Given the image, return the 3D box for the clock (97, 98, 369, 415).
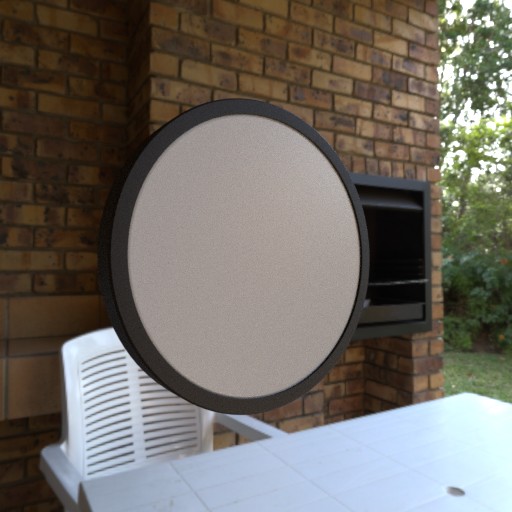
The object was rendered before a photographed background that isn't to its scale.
[{"bbox_3d":[0.000,0.000,0.430,0.293,0.293,0.040,1,-2,-35],"label":"clock"}]
